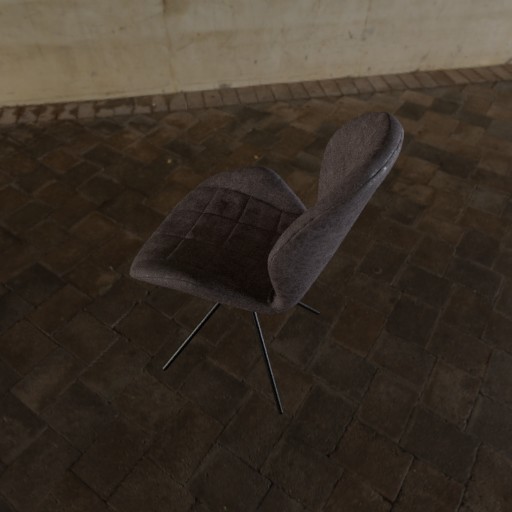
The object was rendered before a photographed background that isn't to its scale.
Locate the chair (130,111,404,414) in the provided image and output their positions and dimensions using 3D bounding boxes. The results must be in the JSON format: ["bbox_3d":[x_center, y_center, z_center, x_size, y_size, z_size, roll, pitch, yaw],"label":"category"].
[{"bbox_3d":[0.000,0.000,1.304,0.640,0.934,0.527,16,48,15],"label":"chair"}]
